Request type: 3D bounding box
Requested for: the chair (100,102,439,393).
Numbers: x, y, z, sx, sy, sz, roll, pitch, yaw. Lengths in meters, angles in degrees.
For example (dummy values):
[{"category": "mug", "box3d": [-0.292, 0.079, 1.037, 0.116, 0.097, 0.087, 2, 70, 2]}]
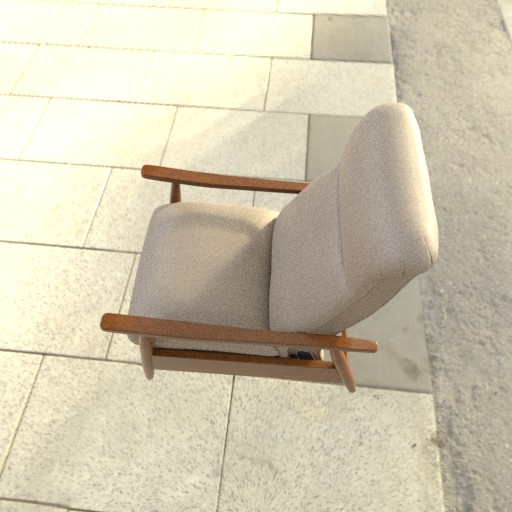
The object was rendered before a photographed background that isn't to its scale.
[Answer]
[{"category": "chair", "box3d": [0.000, 0.000, 1.770, 1.032, 1.082, 0.762, 3, 58, 2]}]
